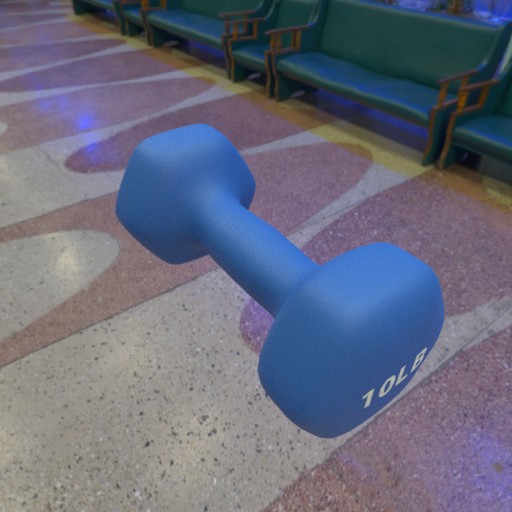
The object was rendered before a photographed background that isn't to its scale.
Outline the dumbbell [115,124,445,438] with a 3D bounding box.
[{"bbox_3d":[0.000,0.000,0.264,0.103,0.093,0.212,-25,46,-27],"label":"dumbbell"}]
